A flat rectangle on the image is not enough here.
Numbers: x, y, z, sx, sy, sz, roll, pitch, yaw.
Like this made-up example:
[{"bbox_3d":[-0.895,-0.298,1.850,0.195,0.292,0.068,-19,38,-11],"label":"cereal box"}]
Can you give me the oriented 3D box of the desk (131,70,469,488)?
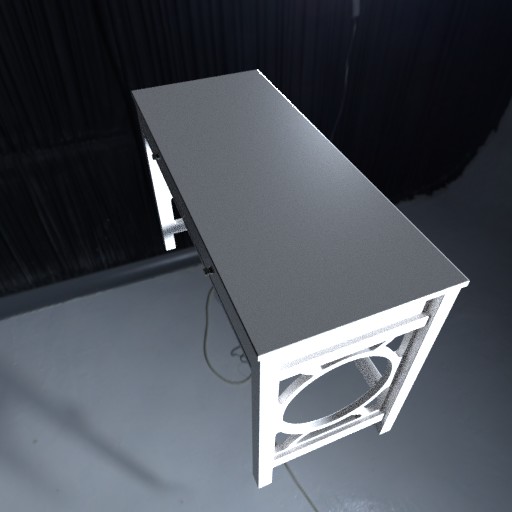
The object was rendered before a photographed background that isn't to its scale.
[{"bbox_3d":[0.000,0.000,1.541,0.504,0.762,1.191,-16,47,-16],"label":"desk"}]
